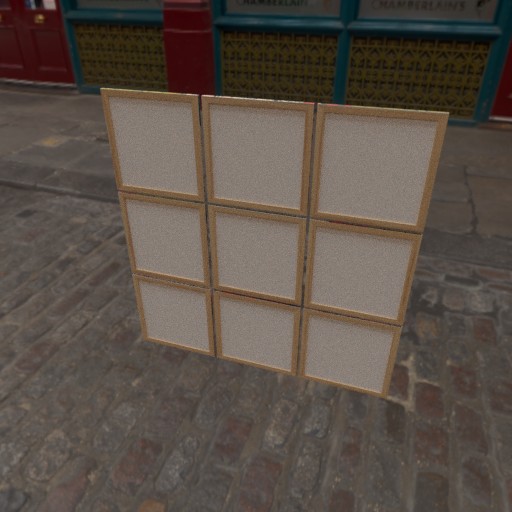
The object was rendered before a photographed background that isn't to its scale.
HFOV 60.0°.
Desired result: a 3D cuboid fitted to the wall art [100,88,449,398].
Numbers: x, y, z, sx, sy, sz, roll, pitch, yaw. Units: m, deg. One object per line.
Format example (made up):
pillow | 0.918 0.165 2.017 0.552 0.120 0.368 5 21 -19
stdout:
wall art | 0.000 0.000 1.789 1.206 1.218 0.013 10 32 16
